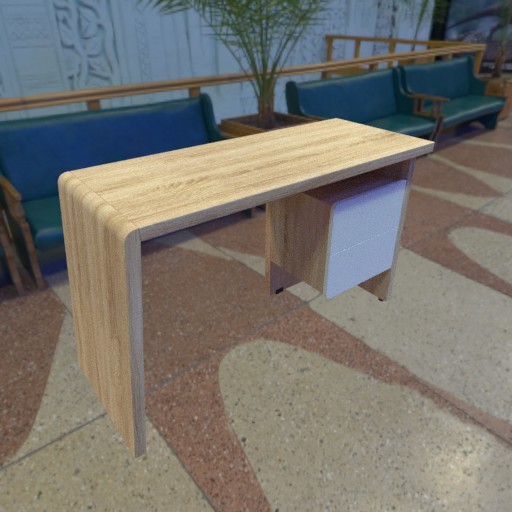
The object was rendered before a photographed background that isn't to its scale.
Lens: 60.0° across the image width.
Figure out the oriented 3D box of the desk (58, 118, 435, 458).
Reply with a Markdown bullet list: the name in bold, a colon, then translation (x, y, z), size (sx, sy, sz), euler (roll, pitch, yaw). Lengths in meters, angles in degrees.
- **desk**: translation (0.000, 0.000, 1.664), size (1.300, 0.750, 0.500), euler (-21, 36, -32)
